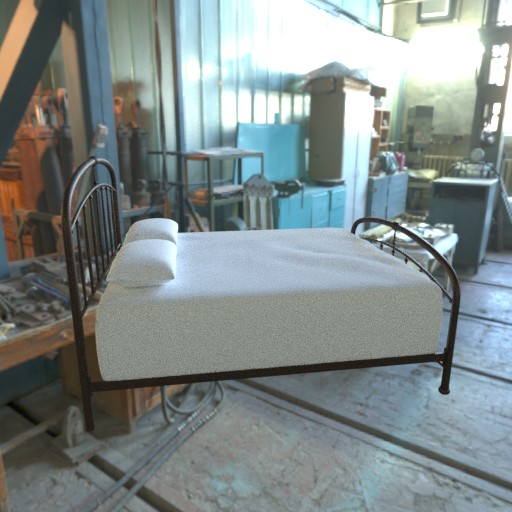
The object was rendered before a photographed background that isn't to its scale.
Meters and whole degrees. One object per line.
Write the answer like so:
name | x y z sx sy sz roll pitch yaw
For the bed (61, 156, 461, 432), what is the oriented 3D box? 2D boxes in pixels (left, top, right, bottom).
bed | 0.000 0.000 3.194 2.180 1.425 1.711 -3 16 -9
